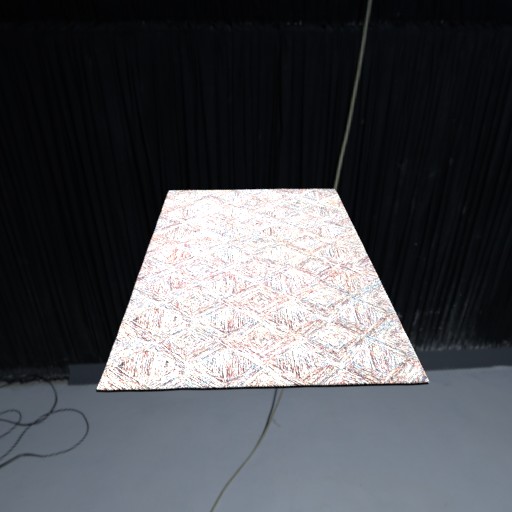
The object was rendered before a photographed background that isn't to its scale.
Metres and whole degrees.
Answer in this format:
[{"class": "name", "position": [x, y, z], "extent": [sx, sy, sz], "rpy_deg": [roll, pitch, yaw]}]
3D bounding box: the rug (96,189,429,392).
[{"class": "rug", "position": [0.000, 0.000, 2.265], "extent": [1.143, 0.014, 1.761], "rpy_deg": [-1, 31, -2]}]
